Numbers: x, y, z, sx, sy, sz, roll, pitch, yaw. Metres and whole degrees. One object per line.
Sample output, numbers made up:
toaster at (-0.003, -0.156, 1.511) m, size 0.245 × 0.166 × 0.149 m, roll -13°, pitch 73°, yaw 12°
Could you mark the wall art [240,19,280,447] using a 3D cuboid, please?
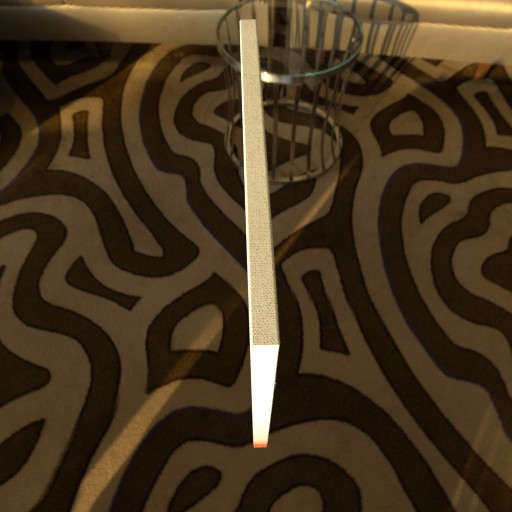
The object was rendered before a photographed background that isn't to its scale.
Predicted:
wall art at (0.000, 0.000, 0.874) m, size 0.034 × 0.605 × 0.605 m, roll -2°, pitch 57°, yaw -1°
